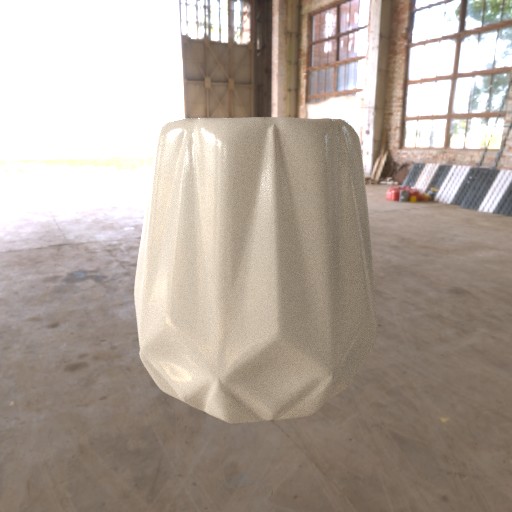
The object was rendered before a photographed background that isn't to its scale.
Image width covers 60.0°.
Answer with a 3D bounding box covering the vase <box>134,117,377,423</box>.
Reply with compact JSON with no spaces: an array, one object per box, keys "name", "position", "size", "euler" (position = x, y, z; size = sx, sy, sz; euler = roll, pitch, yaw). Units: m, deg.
[{"name":"vase","position":[0.000,0.000,0.259],"size":[0.141,0.152,0.141],"euler":[0,15,0]}]
